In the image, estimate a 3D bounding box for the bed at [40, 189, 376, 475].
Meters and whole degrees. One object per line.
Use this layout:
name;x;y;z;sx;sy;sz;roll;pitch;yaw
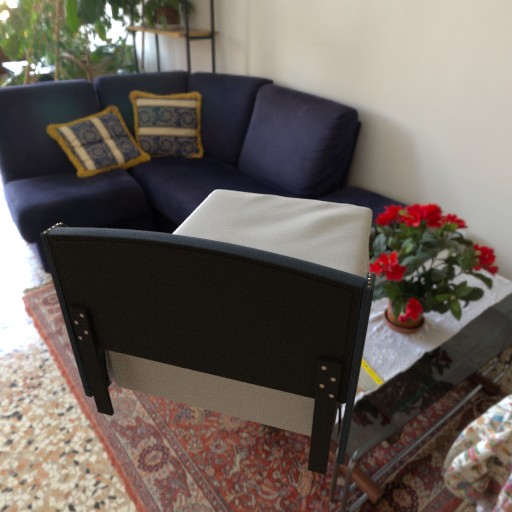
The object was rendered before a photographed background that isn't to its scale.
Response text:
bed;0.000;0.000;3.312;1.710;1.407;2.237;9;33;14
